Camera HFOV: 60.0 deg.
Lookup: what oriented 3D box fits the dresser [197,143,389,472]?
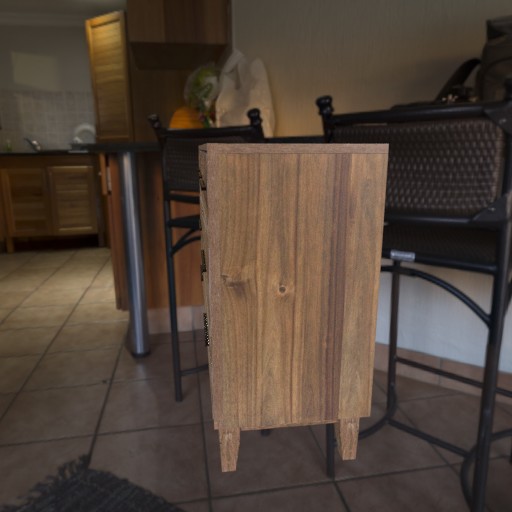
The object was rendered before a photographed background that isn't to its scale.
[{"bbox_3d":[0.000,0.000,1.799,0.446,0.873,1.400,-2,14,-8],"label":"dresser"}]
